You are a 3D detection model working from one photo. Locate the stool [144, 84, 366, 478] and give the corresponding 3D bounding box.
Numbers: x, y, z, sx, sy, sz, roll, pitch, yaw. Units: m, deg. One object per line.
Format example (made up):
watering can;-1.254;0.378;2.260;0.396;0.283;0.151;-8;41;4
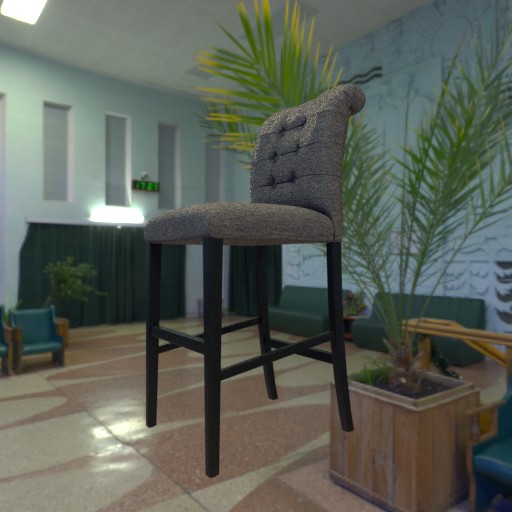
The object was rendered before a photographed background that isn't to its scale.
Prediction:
stool;0.000;0.000;1.466;0.613;1.131;0.452;0;0;-35
